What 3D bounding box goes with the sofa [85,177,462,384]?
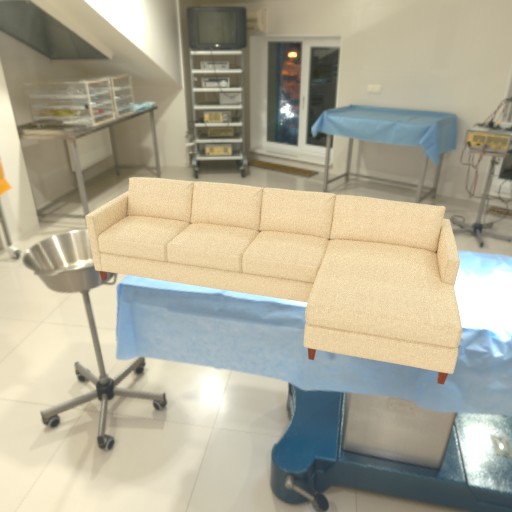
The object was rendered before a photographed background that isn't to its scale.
[{"bbox_3d":[0.000,0.000,4.168,3.471,0.954,1.603,8,28,15],"label":"sofa"}]
